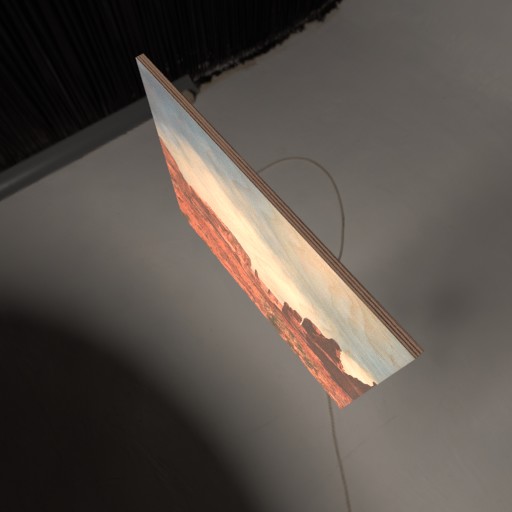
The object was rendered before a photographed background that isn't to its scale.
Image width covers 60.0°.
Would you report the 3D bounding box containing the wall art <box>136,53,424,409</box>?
[{"bbox_3d":[0.000,0.000,0.690,0.013,0.406,0.508,-35,69,-15],"label":"wall art"}]
